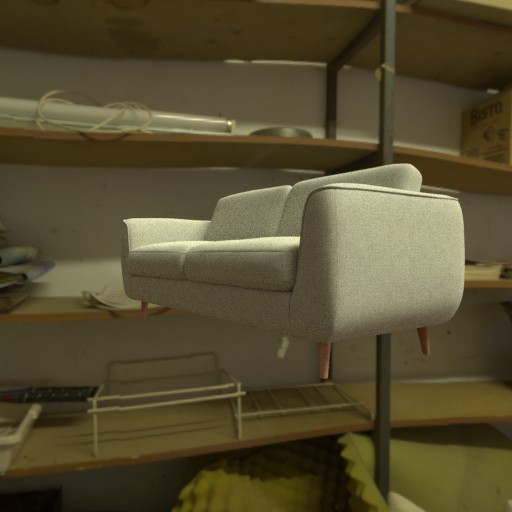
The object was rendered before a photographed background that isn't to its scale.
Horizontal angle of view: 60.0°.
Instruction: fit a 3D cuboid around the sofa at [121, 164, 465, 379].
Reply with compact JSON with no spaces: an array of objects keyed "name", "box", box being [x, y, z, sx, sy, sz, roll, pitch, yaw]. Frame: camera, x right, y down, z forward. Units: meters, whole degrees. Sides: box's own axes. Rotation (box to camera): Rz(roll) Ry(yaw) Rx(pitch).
[{"name":"sofa","box":[0.000,0.000,2.431,0.920,0.850,2.000,0,0,-36]}]
